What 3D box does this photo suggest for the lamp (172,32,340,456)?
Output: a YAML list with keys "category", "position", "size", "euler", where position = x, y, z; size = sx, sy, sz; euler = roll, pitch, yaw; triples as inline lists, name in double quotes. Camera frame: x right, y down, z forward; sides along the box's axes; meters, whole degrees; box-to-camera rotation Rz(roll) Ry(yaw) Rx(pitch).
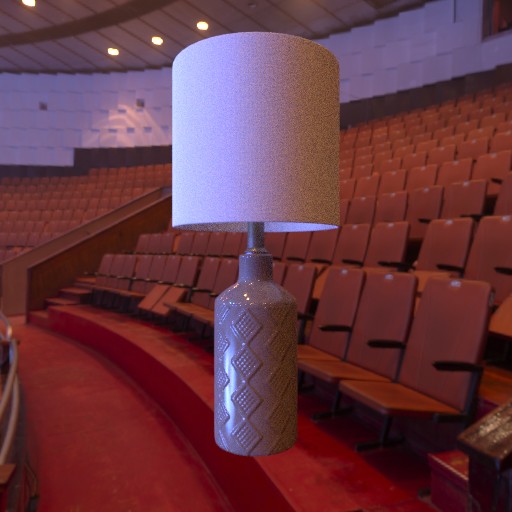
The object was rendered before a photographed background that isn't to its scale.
- category: "lamp"
  position: [0.000, 0.000, 0.558]
  size: [0.207, 0.461, 0.207]
  euler: [0, 0, -18]
